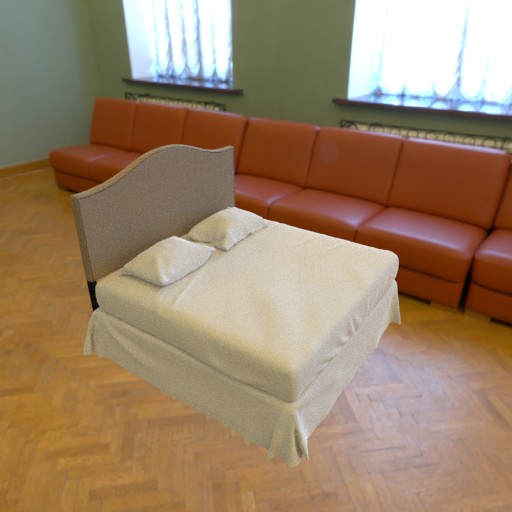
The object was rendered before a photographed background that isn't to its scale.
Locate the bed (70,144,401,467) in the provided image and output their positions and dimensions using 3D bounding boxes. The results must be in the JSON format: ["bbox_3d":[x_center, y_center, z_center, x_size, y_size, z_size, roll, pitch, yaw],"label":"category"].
[{"bbox_3d":[0.000,0.000,3.876,2.222,1.651,2.311,18,32,30],"label":"bed"}]
